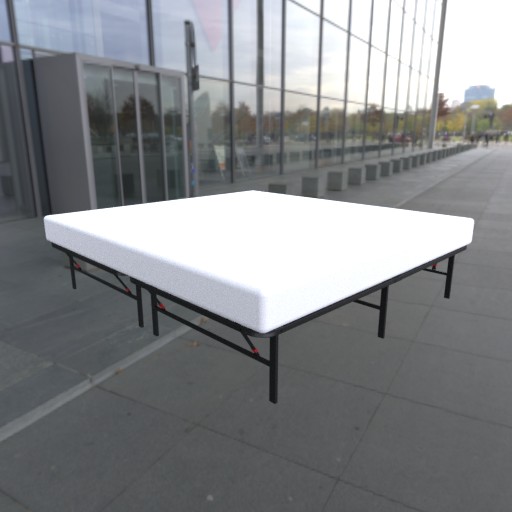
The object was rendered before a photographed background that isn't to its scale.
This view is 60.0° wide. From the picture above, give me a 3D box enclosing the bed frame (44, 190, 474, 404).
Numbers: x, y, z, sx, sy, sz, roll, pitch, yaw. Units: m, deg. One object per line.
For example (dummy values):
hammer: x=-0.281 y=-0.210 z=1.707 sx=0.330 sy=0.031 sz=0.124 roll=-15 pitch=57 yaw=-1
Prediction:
bed frame: x=0.000 y=0.000 z=2.934 sx=1.935 sy=0.525 sz=2.033 roll=-15 pitch=21 yaw=-43
